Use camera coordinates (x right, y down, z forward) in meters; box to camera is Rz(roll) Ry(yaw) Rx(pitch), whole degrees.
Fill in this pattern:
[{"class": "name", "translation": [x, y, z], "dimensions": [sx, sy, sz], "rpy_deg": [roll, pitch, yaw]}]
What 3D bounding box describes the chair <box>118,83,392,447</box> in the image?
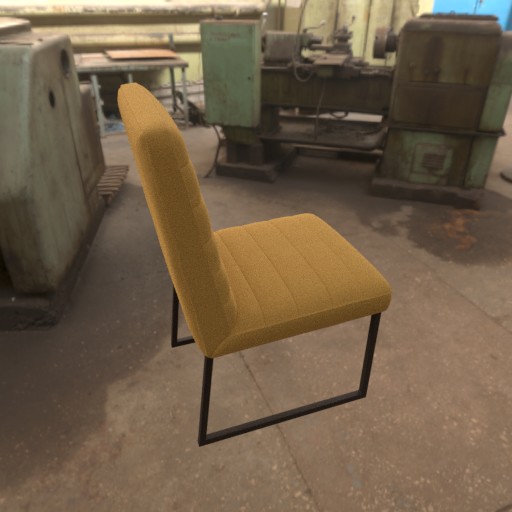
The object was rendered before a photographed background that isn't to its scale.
[{"class": "chair", "translation": [0.000, 0.000, 1.309], "dimensions": [0.634, 0.930, 0.520], "rpy_deg": [-10, 32, -17]}]
